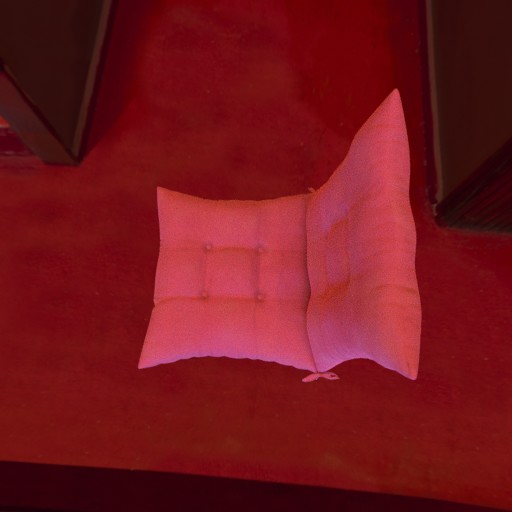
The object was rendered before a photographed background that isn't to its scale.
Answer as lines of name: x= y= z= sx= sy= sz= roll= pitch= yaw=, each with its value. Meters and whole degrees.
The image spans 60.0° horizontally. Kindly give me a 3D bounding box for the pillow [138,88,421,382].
pillow: x=0.000 y=0.000 z=0.985 sx=0.585 sy=0.536 sz=0.541 roll=2 pitch=76 yaw=0
